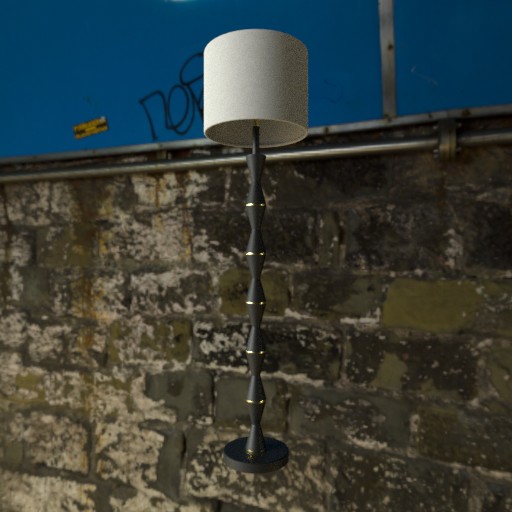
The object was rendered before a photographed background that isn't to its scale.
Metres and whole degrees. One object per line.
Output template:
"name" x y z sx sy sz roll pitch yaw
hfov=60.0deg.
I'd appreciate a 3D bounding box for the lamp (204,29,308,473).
"lamp" 0.000 0.000 1.630 0.381 1.480 0.381 0 0 36
